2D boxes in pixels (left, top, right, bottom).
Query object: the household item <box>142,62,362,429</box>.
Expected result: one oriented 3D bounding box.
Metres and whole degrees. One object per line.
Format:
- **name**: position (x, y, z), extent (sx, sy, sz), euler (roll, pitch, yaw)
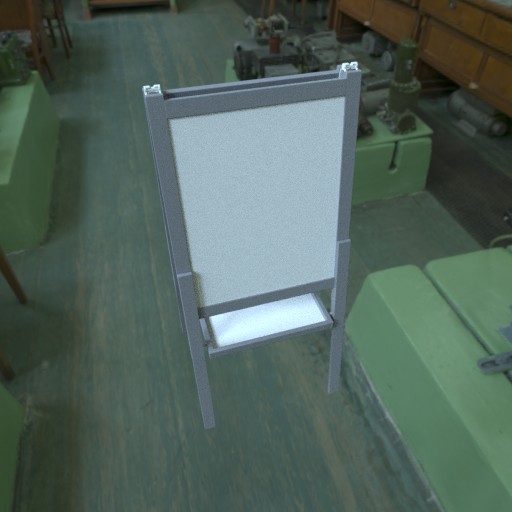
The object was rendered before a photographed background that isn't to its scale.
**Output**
- **household item**: position (0.000, 0.000, 1.446), extent (0.531, 1.172, 0.469), euler (-12, 44, -13)
